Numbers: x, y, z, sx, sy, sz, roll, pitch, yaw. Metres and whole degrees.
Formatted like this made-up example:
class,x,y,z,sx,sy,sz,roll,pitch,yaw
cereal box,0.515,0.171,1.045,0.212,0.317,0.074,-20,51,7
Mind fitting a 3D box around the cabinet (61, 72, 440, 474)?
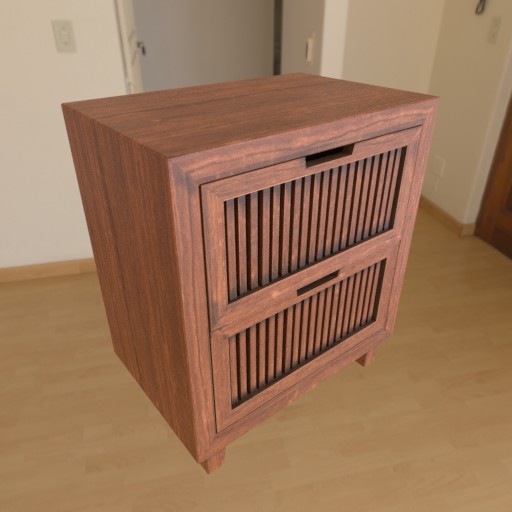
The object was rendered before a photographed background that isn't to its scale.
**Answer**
class,x,y,z,sx,sy,sz,roll,pitch,yaw
cabinet,0.000,0.000,1.025,0.607,0.695,0.410,-22,37,-32
